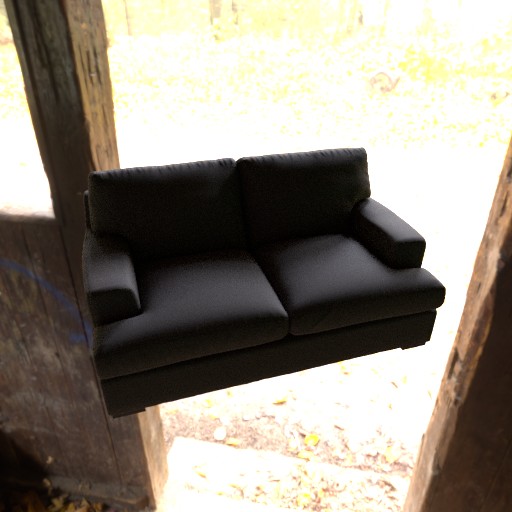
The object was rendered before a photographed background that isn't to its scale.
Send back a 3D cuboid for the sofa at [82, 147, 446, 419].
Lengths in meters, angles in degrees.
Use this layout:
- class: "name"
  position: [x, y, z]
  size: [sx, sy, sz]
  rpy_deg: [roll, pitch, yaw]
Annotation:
- class: "sofa"
  position: [0.000, 0.000, 2.566]
  size: [1.880, 0.940, 1.143]
  rpy_deg: [-9, 31, -15]
